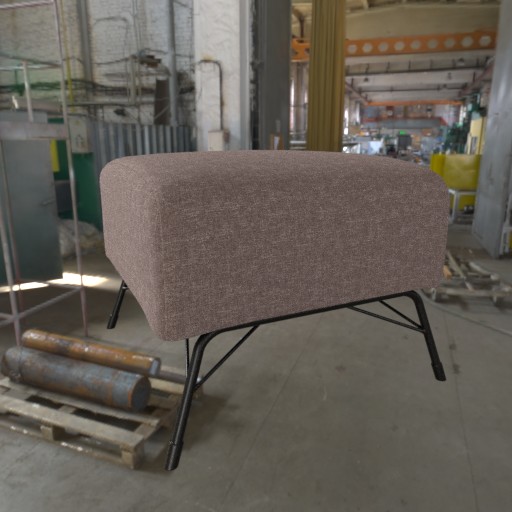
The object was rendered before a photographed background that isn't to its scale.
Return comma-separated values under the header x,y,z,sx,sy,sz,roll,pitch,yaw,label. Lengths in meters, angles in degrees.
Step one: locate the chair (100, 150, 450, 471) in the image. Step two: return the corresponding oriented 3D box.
x,y,z,sx,sy,sz,roll,pitch,yaw,label
0.000,0.000,0.881,0.530,0.410,0.530,-7,16,-25,chair
